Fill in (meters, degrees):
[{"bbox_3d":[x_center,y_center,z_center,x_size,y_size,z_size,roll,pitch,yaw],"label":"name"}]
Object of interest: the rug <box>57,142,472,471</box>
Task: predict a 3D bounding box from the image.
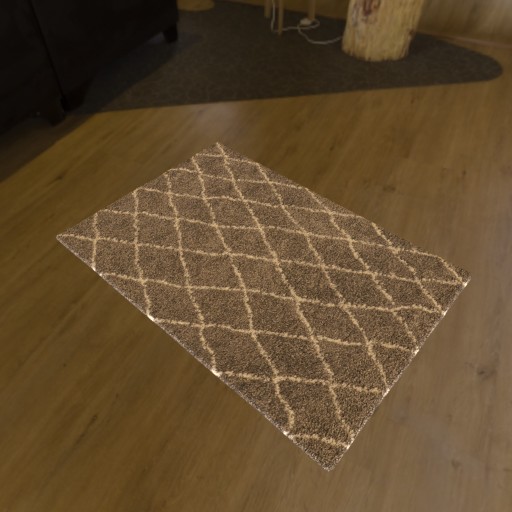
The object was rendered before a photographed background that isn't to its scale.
[{"bbox_3d":[0.000,0.000,2.273,1.778,0.030,1.219,33,55,27],"label":"rug"}]
